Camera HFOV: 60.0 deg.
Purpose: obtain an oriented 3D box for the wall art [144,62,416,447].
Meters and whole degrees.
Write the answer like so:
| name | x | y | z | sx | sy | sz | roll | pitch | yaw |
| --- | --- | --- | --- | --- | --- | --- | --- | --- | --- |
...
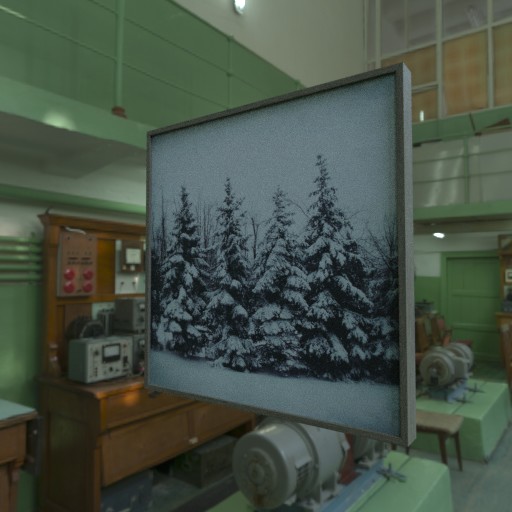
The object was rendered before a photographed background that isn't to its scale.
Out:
| name | x | y | z | sx | sy | sz | roll | pitch | yaw |
| --- | --- | --- | --- | --- | --- | --- | --- | --- | --- |
| wall art | 0.000 | 0.000 | 0.744 | 0.507 | 0.507 | 0.037 | -2 | -3 | 35 |
